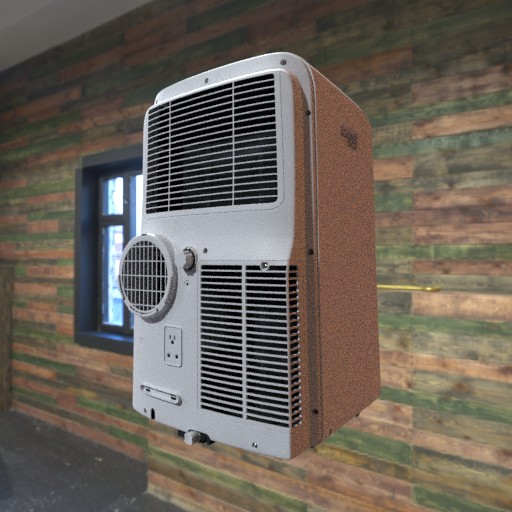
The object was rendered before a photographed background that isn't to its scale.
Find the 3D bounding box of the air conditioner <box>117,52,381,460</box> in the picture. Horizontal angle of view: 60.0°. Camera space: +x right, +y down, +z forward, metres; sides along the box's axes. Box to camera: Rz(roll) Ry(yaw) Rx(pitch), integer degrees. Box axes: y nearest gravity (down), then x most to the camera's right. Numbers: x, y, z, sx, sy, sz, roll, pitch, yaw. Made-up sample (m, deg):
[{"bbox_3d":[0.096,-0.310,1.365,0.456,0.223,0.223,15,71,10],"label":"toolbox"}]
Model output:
[{"bbox_3d":[0.000,0.000,1.045,0.478,0.765,0.467,0,0,36],"label":"air conditioner"}]
